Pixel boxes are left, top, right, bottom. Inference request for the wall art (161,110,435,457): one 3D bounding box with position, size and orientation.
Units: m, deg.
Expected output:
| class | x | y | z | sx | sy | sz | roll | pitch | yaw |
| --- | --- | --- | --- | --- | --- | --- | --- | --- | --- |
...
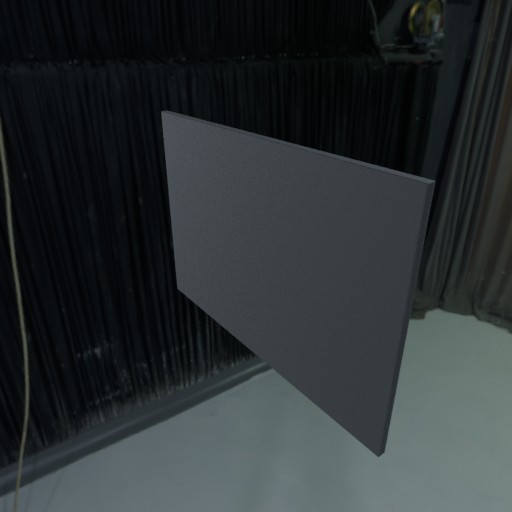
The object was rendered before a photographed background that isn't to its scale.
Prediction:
| class | x | y | z | sx | sy | sz | roll | pitch | yaw |
| --- | --- | --- | --- | --- | --- | --- | --- | --- | --- |
| wall art | 0.000 | 0.000 | 1.231 | 0.049 | 0.659 | 0.964 | -18 | 32 | -32 |
